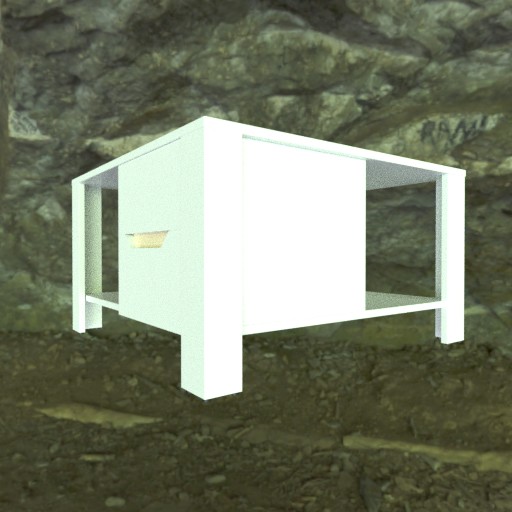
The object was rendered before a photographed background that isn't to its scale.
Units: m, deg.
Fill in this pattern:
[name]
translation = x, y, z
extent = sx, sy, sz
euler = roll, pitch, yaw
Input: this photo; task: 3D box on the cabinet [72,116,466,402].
[cabinet]
translation = 0.000, 0.000, 1.266
extent = 0.800, 0.460, 0.800
euler = -1, 1, -37
